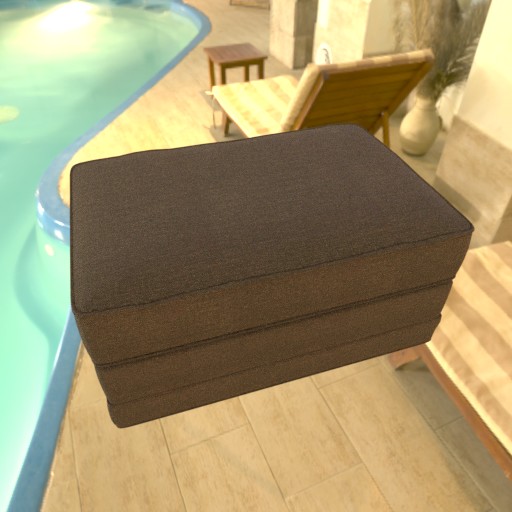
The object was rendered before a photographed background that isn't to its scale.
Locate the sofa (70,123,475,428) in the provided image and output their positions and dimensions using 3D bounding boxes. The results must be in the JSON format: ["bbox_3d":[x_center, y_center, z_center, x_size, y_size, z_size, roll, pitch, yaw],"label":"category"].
[{"bbox_3d":[0.000,0.000,1.188,0.854,0.457,0.578,-12,42,-13],"label":"sofa"}]
